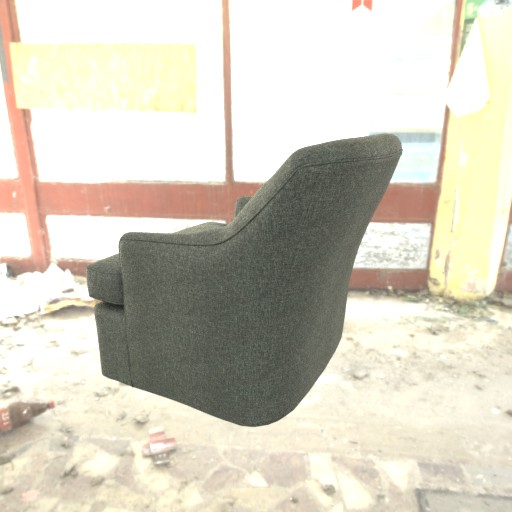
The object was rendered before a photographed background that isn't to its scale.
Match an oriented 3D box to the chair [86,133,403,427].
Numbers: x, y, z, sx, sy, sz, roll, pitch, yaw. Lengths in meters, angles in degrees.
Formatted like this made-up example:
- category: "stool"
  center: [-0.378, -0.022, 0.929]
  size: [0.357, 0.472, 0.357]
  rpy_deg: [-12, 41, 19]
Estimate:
- category: "chair"
  center: [0.000, 0.000, 1.595]
  size: [0.923, 0.856, 0.864]
  rpy_deg: [8, 19, 25]
